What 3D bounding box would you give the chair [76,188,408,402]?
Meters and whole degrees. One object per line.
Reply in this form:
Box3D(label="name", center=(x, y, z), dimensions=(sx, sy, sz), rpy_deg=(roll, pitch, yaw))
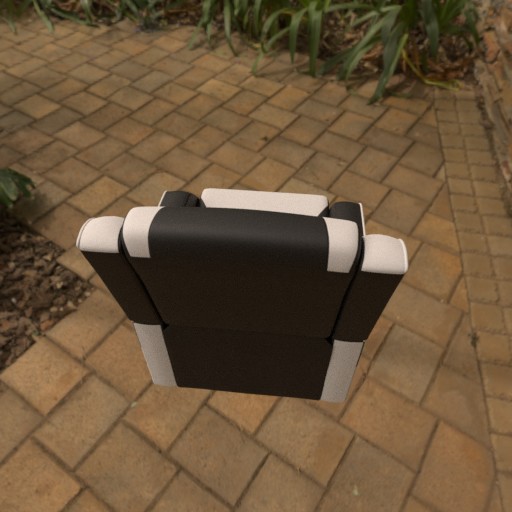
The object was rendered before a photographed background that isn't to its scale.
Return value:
Box3D(label="chair", center=(0.000, 0.000, 1.284), dimensions=(0.620, 0.805, 0.672), rpy_deg=(4, 47, 4))
